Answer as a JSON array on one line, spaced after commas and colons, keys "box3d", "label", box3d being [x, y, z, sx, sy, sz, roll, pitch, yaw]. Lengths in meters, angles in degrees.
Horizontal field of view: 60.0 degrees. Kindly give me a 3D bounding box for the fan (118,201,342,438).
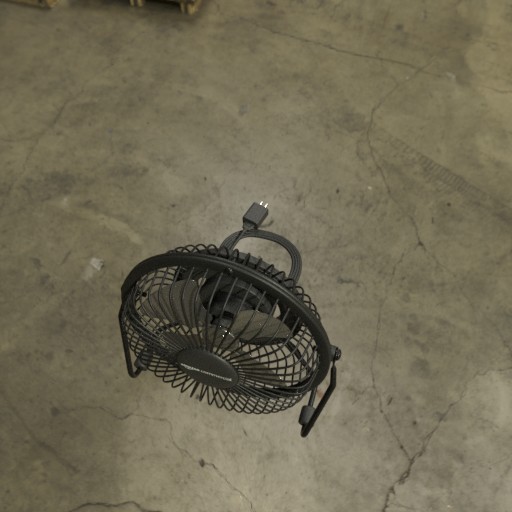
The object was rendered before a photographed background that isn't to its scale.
[{"box3d": [0.000, 0.000, 0.319, 0.153, 0.152, 0.202, 16, 60, 10], "label": "fan"}]
